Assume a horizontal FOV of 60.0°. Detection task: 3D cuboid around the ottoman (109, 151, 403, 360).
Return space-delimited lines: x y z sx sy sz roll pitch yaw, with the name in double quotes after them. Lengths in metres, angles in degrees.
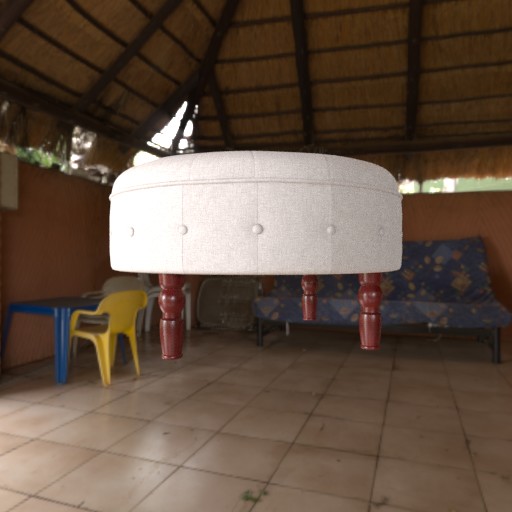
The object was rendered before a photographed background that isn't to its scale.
0.000 0.000 1.352 0.849 0.478 0.849 0 0 0 "ottoman"
